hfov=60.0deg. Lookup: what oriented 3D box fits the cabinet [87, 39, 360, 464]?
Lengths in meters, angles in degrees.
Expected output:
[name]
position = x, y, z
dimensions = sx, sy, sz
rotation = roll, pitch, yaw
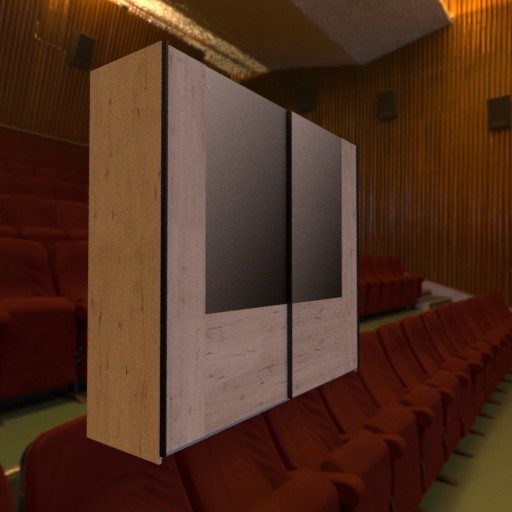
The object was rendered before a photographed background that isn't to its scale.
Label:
[cabinet]
position = 0.000, 0.000, 3.463
dimensions = 0.660, 2.180, 2.500
rotation = -1, -2, 36
